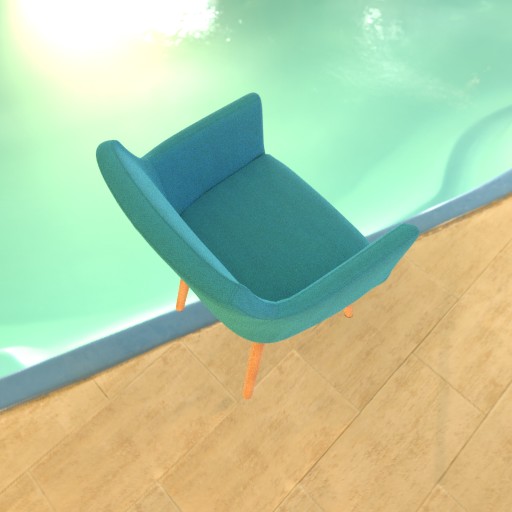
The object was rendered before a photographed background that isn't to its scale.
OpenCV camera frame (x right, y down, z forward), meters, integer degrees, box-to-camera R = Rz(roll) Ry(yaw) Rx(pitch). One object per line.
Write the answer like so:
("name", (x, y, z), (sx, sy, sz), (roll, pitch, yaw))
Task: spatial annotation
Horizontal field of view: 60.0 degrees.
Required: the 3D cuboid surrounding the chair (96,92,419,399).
("chair", (0.000, 0.000, 1.174), (0.540, 0.780, 0.570), (-34, 64, -19))
